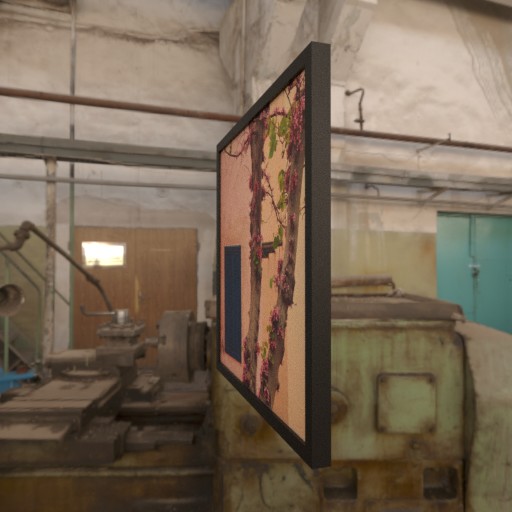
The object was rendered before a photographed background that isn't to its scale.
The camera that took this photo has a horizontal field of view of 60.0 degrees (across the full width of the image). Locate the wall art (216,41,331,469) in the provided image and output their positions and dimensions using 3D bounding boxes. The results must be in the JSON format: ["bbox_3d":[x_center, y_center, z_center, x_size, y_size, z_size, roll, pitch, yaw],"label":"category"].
[{"bbox_3d":[0.000,0.000,1.156,0.038,0.762,0.762,0,0,-18],"label":"wall art"}]
